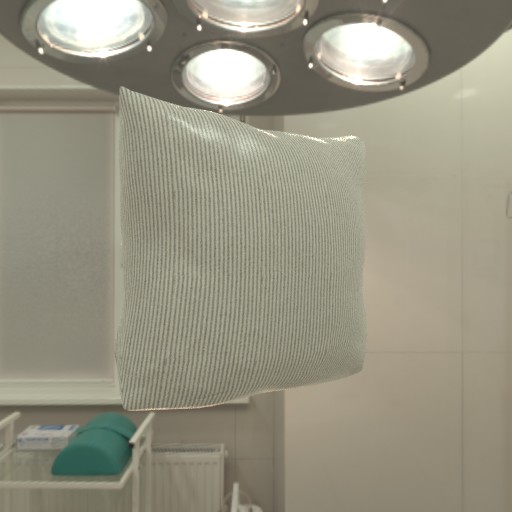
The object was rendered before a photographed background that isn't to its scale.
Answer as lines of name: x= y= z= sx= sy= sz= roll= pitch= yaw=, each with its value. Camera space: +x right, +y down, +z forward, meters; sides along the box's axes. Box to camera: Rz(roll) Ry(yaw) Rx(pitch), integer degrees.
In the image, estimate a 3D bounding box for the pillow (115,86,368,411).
pillow: x=0.000 y=0.000 z=0.698 sx=0.387 sy=0.432 sz=0.310 roll=0 pitch=0 yaw=0
